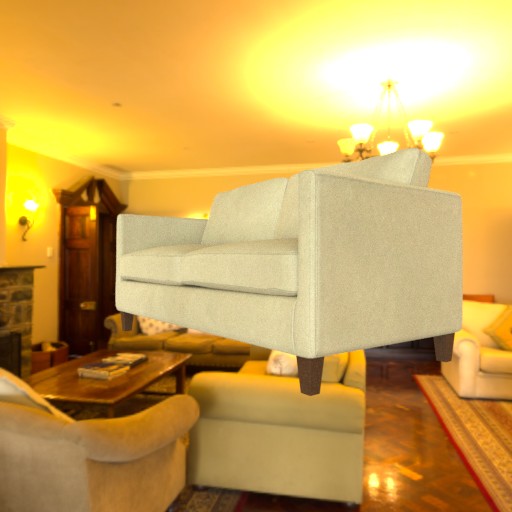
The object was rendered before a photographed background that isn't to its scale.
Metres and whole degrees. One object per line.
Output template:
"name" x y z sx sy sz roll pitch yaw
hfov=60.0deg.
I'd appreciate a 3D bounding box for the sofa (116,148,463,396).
"sofa" 0.000 0.000 2.404 0.950 0.940 1.846 0 -1 -37
